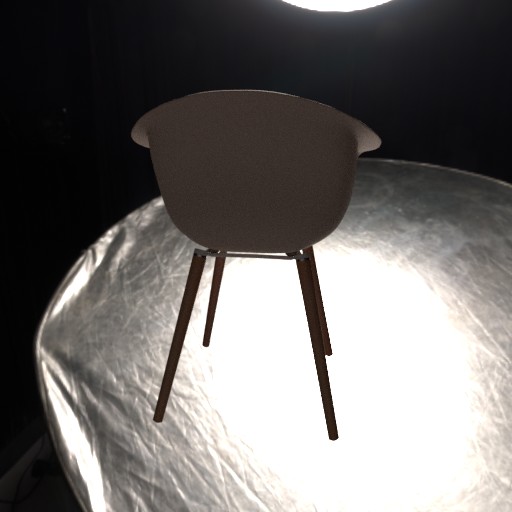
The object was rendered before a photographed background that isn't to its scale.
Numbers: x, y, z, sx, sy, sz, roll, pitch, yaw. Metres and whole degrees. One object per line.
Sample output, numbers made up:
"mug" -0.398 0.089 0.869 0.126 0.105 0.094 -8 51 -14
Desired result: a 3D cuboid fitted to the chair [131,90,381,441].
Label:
"chair" 0.000 0.000 1.171 0.593 0.781 0.504 2 16 9
